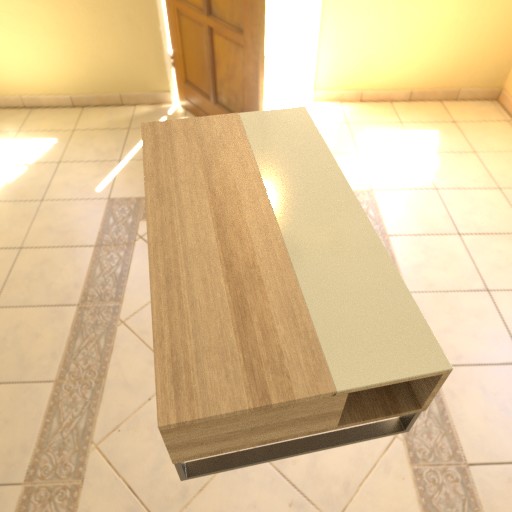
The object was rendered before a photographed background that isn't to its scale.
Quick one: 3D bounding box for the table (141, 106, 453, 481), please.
[{"bbox_3d":[0.000,0.000,1.361,0.600,0.350,1.100,-9,48,-8],"label":"table"}]
